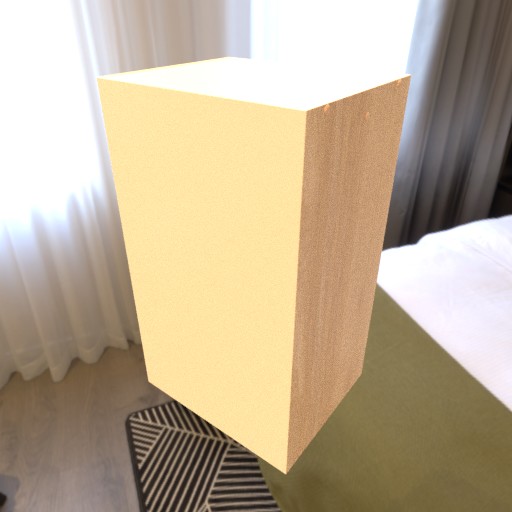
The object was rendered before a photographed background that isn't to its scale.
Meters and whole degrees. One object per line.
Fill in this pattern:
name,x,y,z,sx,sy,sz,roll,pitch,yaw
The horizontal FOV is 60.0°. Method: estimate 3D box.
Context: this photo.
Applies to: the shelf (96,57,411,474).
shelf,0.000,0.000,0.788,0.350,0.600,0.290,21,37,31
